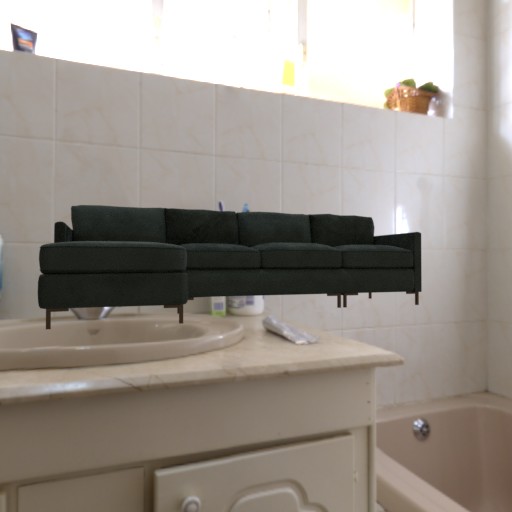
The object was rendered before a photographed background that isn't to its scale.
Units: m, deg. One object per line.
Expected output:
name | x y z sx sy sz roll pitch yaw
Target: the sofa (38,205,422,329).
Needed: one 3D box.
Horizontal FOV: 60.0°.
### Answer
sofa | 0.000 0.000 4.019 3.400 0.967 1.500 0 -1 -19
